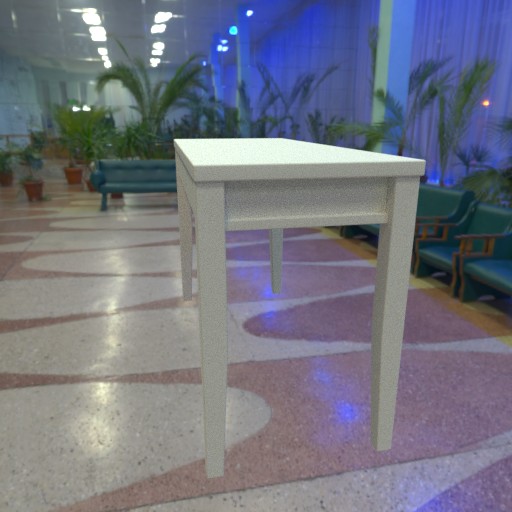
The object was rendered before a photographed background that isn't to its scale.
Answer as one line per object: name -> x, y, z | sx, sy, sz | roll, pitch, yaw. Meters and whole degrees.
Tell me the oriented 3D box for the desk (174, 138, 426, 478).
desk -> 0.000, 0.000, 1.605 | 0.508, 0.775, 1.220 | -4, 17, -11
